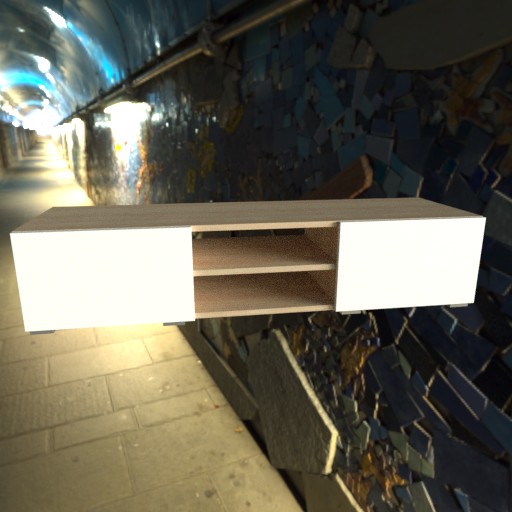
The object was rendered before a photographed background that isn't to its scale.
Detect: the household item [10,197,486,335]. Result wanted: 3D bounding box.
[{"bbox_3d":[0.000,0.000,1.530,1.400,0.310,0.420,-3,16,-9],"label":"household item"}]
